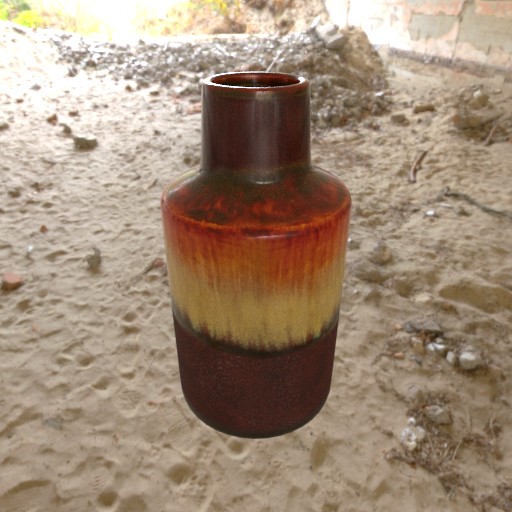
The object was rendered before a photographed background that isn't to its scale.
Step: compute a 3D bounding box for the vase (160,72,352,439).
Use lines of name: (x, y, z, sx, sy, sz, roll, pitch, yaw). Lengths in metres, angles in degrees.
vase: (0.000, 0.000, 0.272, 0.108, 0.204, 0.108, 0, 30, 0)
